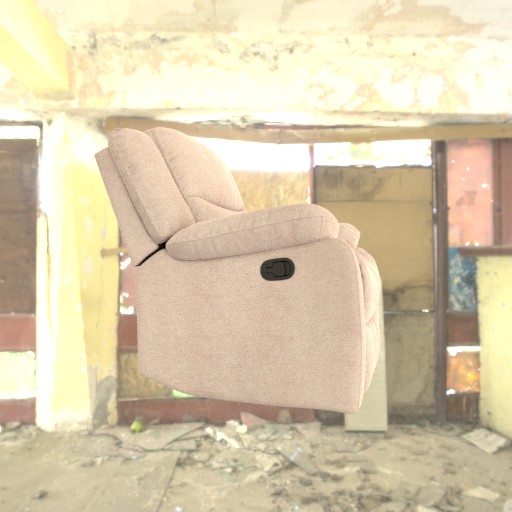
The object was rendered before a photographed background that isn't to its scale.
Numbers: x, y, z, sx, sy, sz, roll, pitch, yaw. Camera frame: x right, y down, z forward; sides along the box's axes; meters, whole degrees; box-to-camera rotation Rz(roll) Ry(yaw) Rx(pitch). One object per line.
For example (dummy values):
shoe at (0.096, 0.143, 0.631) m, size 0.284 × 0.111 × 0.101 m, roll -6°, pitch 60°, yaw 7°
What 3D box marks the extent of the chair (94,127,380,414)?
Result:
chair at (0.000, 0.000, 1.777) m, size 0.944 × 1.008 × 0.899 m, roll 0°, pitch -1°, yaw 19°
